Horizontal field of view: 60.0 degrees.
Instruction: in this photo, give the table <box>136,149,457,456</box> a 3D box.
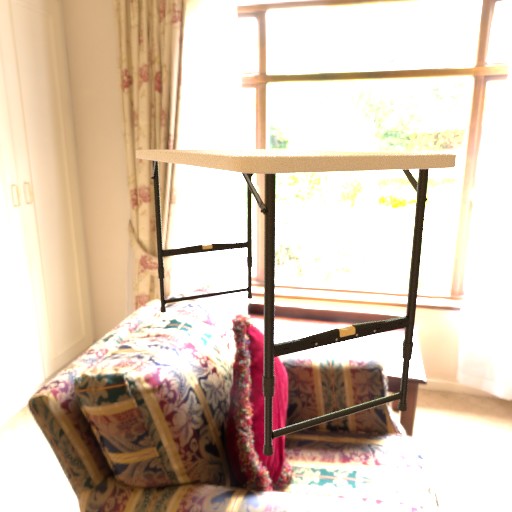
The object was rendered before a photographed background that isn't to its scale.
[{"bbox_3d":[0.000,0.000,1.601,0.610,0.737,1.219,-7,16,-25],"label":"table"}]
